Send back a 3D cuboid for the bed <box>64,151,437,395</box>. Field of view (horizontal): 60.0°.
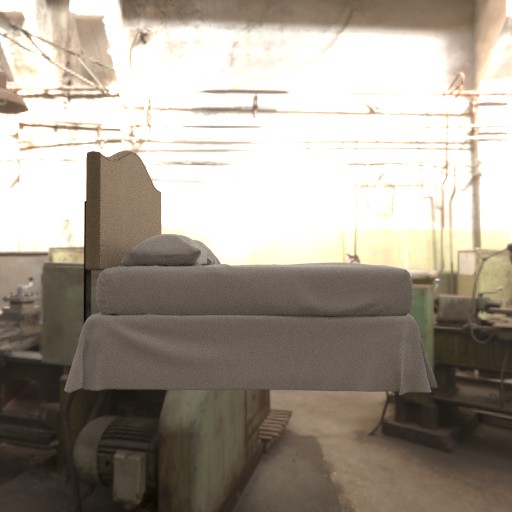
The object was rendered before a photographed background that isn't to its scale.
[{"bbox_3d":[0.000,0.000,3.507,2.221,1.645,1.876,0,-1,2],"label":"bed"}]
